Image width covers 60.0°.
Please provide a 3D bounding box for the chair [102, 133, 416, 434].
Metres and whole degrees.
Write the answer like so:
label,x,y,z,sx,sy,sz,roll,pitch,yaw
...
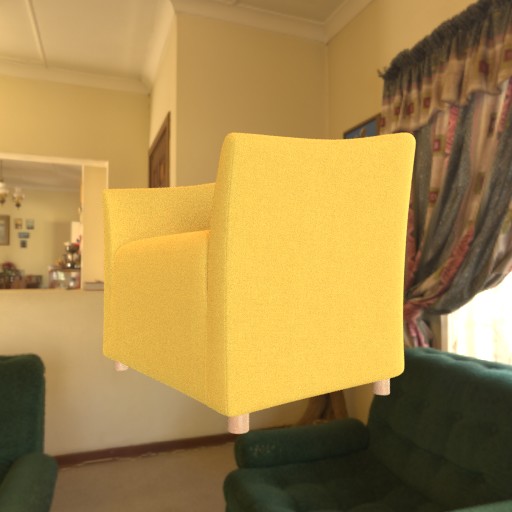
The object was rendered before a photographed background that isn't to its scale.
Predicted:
label,x,y,z,sx,sy,sz,roll,pitch,yaw
chair,0.000,0.000,1.334,0.700,0.720,0.790,1,-2,-36
